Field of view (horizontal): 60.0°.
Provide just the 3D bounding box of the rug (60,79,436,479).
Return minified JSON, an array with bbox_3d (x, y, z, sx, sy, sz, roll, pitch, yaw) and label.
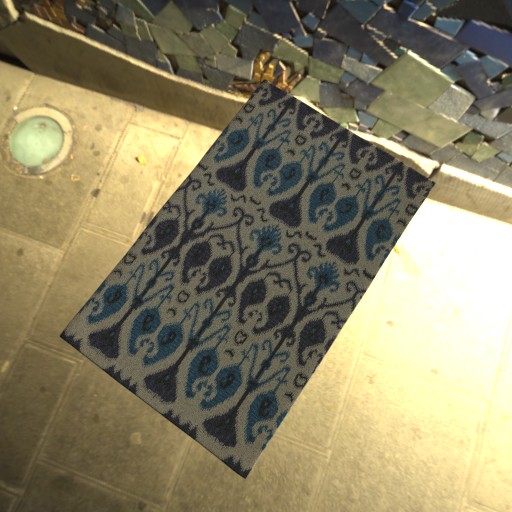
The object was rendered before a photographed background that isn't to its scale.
[{"bbox_3d":[0.000,0.000,2.172,1.072,0.013,1.698,34,78,8],"label":"rug"}]
